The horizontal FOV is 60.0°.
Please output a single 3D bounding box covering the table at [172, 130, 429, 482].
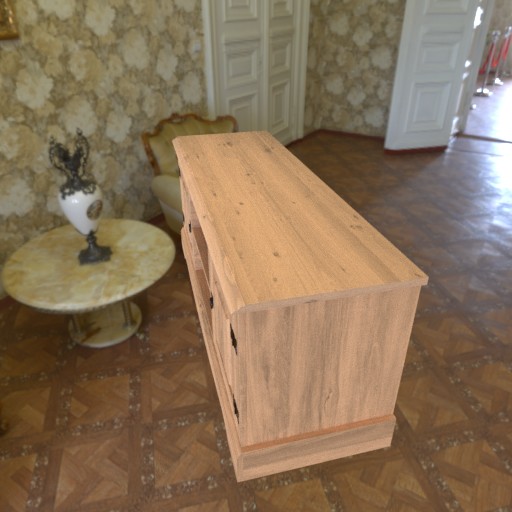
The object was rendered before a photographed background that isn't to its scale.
[{"bbox_3d":[0.000,0.000,1.466,0.400,0.510,1.200,-7,30,-12],"label":"table"}]
